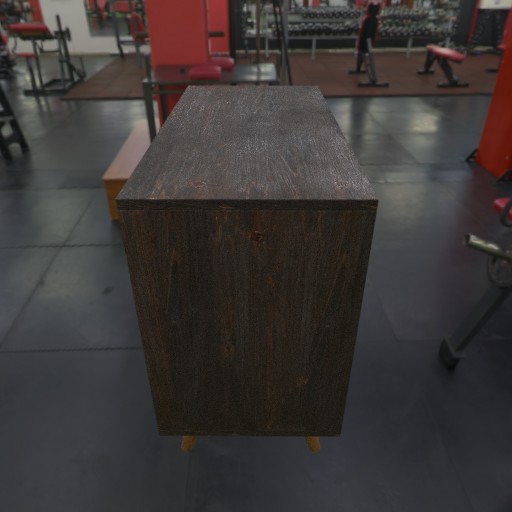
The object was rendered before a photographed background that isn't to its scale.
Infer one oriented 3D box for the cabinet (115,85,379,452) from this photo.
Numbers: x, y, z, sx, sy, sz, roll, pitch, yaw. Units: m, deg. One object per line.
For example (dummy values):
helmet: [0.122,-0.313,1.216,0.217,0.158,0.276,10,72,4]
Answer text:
cabinet: [0.000,0.000,1.504,0.529,0.897,1.023,0,32,0]
